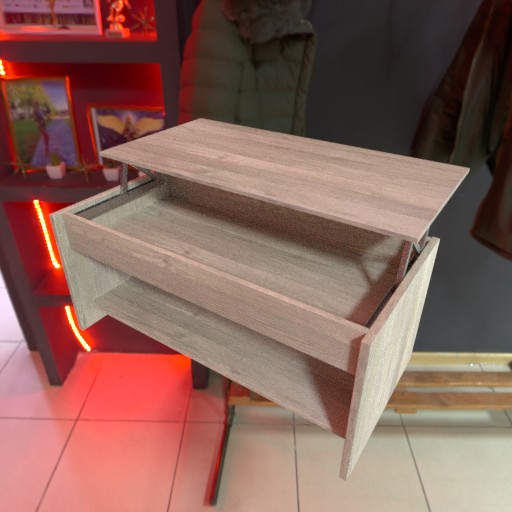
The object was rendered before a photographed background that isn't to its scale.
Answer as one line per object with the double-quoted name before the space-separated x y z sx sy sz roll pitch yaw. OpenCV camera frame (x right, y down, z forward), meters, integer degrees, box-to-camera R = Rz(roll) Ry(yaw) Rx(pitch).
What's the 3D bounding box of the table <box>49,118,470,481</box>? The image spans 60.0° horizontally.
"table" 0.000 0.000 1.405 1.000 0.570 0.712 19 36 28
